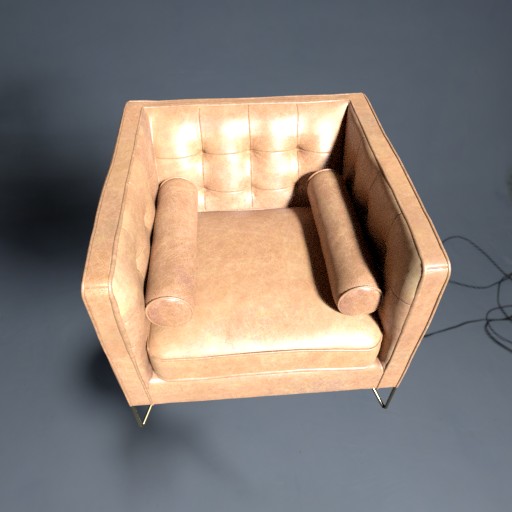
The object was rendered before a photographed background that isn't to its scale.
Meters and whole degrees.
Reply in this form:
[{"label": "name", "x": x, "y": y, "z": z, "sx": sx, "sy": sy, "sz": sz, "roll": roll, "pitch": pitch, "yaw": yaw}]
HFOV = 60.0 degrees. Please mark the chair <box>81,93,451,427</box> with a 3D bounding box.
[{"label": "chair", "x": 0.000, "y": 0.000, "z": 1.612, "sx": 0.920, "sy": 0.797, "sz": 0.912, "roll": -3, "pitch": 46, "yaw": -3}]
